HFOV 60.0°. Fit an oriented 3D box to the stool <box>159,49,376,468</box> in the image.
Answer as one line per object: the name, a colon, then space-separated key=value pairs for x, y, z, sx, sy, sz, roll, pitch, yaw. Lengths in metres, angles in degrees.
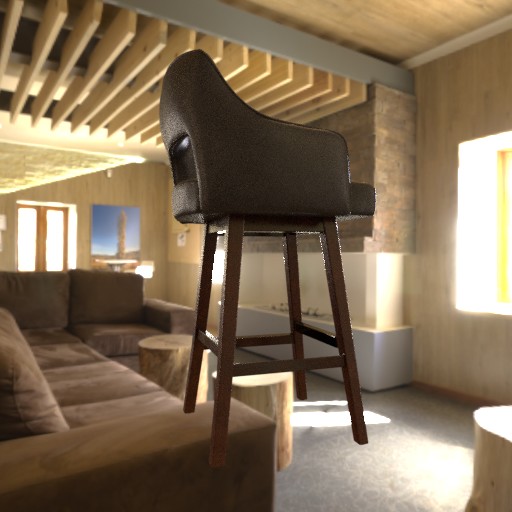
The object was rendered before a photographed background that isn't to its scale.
stool: x=0.000 y=0.000 z=1.338 sx=0.560 sy=1.041 sz=0.550 roll=0 pitch=0 yaw=-19
